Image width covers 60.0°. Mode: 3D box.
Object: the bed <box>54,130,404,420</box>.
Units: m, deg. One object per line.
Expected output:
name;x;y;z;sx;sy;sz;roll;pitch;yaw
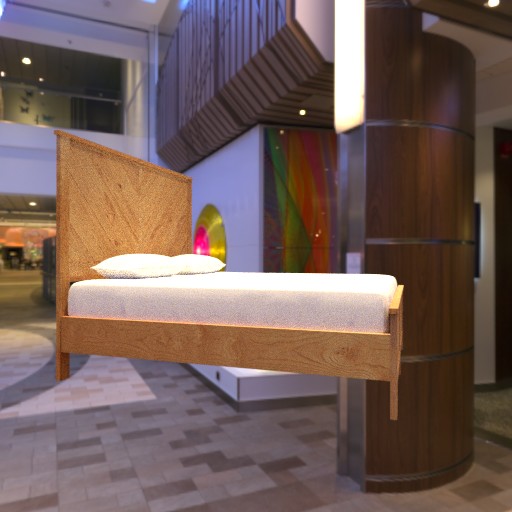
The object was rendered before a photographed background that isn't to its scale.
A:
bed;0.000;0.000;4.054;2.530;1.938;2.225;0;0;19
